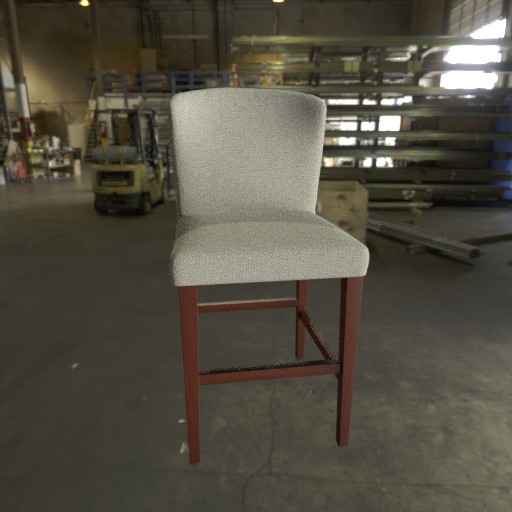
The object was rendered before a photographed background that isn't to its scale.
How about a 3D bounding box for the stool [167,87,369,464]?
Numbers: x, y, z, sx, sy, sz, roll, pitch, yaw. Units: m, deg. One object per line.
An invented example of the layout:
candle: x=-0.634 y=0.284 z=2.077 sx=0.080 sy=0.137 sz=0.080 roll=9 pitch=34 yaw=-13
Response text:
stool: x=0.000 y=0.000 z=1.302 sx=0.481 sy=0.969 sz=0.568 roll=-3 pitch=16 yaw=-9
